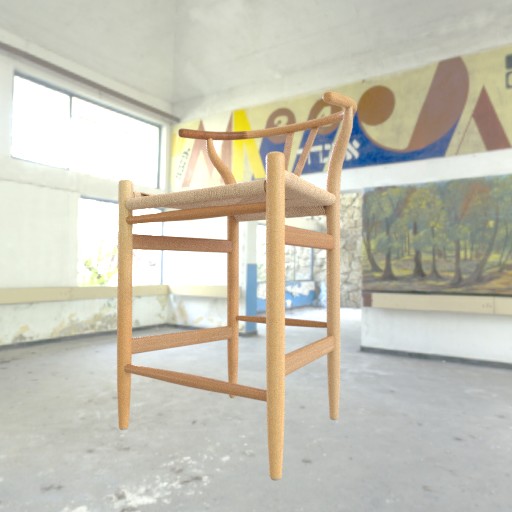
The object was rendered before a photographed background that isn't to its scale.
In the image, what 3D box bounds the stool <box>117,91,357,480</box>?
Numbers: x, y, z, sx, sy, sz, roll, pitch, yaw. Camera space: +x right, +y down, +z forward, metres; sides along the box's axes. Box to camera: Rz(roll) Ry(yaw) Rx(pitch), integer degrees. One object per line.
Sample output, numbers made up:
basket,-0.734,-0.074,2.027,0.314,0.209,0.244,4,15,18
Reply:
stool,0.000,0.000,1.270,0.536,0.923,0.575,-1,-2,35
